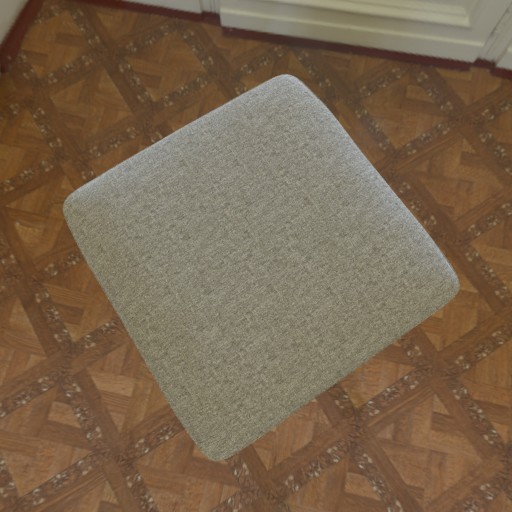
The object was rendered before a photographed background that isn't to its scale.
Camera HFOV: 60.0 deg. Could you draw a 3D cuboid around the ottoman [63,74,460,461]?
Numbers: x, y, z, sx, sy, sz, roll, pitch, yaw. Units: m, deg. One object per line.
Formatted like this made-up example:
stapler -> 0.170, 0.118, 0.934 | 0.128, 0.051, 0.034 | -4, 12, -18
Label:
ottoman -> 0.000, 0.000, 1.655 | 1.035, 0.526, 1.039 | -33, 77, -9
